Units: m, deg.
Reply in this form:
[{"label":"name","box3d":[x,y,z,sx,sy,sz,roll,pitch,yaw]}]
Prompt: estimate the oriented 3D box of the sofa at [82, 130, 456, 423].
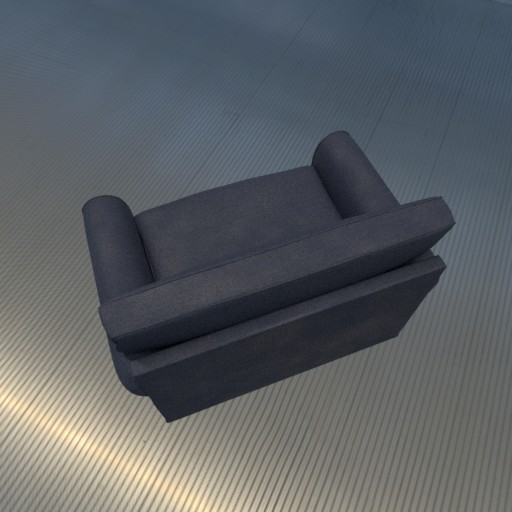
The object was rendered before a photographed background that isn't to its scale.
[{"label":"sofa","box3d":[0.000,0.000,2.060,1.405,1.004,0.938,-18,60,-11]}]
